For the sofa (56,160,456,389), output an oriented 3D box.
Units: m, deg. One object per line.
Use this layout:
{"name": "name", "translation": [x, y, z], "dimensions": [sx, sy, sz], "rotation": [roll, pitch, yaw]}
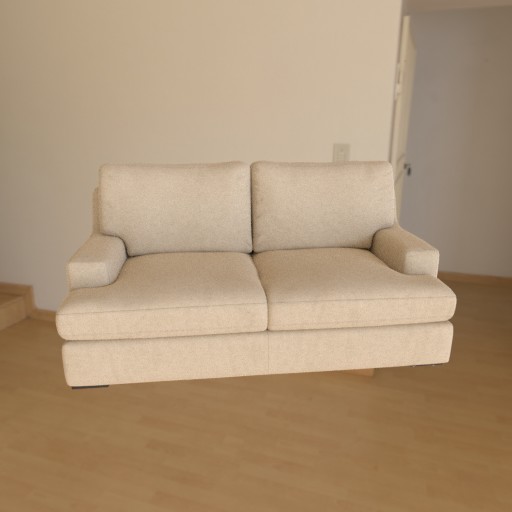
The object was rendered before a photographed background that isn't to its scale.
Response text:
{"name": "sofa", "translation": [0.000, 0.000, 2.411], "dimensions": [1.885, 0.967, 0.962], "rotation": [-2, 17, -6]}
